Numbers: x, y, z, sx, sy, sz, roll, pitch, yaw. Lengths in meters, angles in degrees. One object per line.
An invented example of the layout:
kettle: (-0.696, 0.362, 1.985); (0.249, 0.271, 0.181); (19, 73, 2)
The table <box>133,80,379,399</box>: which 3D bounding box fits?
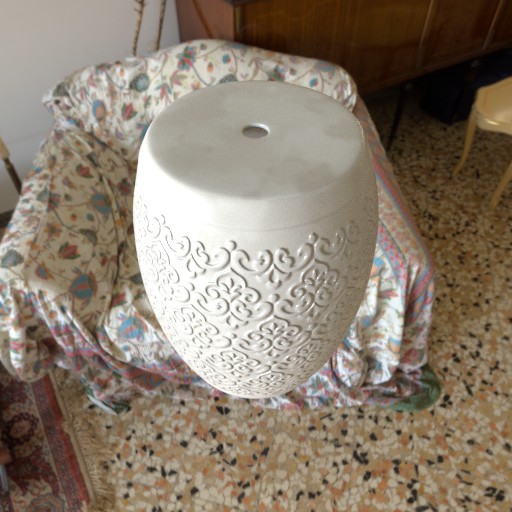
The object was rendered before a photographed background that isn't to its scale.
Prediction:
table: (0.000, 0.000, 0.613); (0.309, 0.397, 0.309); (0, 48, 0)
